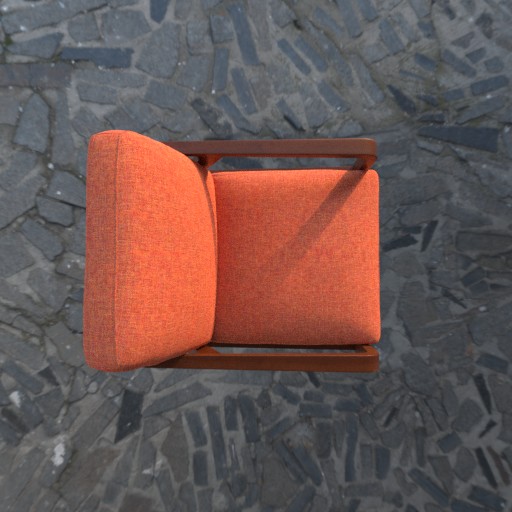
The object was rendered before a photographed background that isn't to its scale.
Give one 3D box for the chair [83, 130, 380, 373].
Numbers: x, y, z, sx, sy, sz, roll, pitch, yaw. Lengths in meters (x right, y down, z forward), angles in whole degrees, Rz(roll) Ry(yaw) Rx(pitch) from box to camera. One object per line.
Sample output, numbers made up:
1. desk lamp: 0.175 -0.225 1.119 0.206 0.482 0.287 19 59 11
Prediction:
1. chair: 0.000 0.000 1.490 0.860 0.890 0.719 0 88 0
